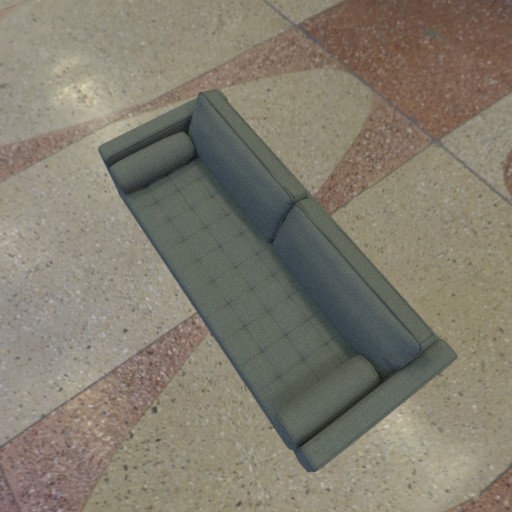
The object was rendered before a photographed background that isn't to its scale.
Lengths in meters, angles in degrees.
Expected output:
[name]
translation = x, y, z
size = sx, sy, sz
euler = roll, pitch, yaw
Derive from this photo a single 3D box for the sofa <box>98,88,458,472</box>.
[sofa]
translation = 0.000, 0.000, 2.605
size = 0.914, 0.762, 2.198
euler = -32, 68, -15
